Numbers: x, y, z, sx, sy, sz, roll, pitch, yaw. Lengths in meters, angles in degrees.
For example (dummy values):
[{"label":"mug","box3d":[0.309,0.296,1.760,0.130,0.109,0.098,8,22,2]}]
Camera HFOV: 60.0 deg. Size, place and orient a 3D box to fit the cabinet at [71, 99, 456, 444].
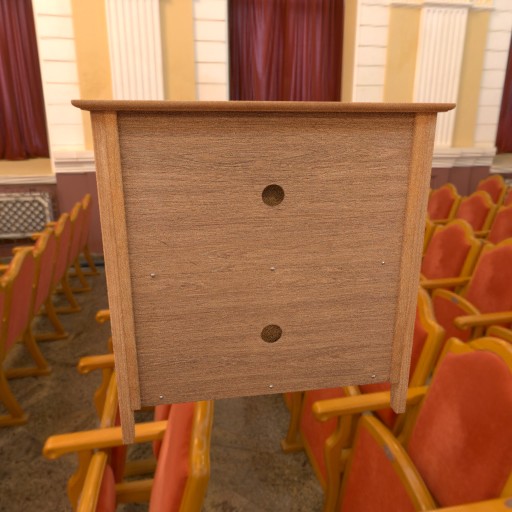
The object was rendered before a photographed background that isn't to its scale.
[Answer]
[{"label":"cabinet","box3d":[0.000,0.000,1.194,0.763,0.762,0.503,-3,16,-9]}]
